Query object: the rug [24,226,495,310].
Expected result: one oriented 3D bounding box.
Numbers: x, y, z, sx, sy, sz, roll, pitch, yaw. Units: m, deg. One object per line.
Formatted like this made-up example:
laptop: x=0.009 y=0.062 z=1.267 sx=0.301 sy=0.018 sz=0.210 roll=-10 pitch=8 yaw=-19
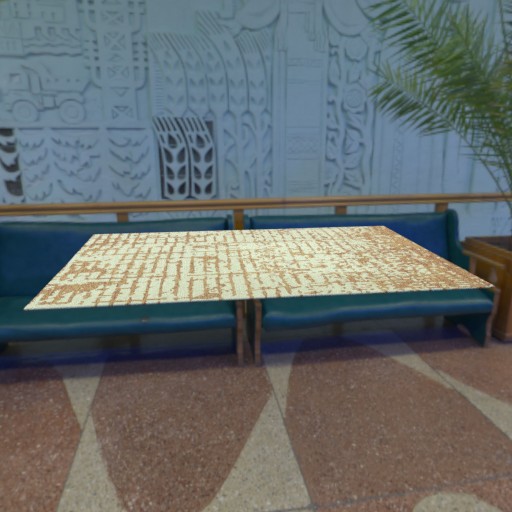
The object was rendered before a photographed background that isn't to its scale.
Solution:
rug: x=0.000 y=0.000 z=2.984 sx=2.435 sy=0.011 sz=1.517 roll=-2 pitch=17 yaw=-7
